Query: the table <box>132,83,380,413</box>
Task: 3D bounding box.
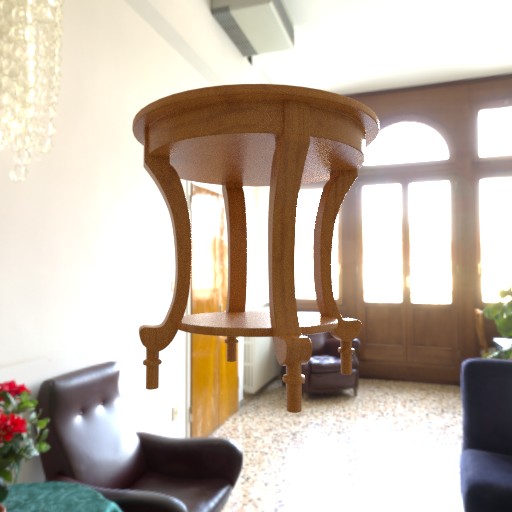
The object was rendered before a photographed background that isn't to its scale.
[{"bbox_3d":[0.000,0.000,1.099,0.597,0.612,0.597,0,-2,0],"label":"table"}]
